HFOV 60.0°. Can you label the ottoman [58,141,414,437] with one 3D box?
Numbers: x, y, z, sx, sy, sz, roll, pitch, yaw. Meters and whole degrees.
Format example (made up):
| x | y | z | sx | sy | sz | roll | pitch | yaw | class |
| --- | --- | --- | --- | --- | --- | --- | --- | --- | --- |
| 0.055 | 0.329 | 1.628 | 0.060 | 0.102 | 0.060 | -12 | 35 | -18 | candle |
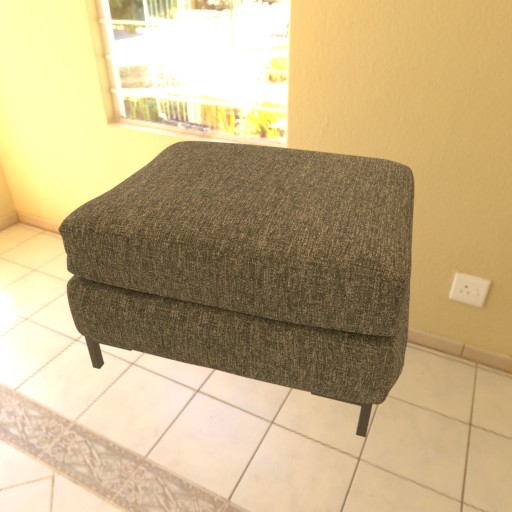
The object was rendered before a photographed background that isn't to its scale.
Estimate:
| x | y | z | sx | sy | sz | roll | pitch | yaw | class |
| --- | --- | --- | --- | --- | --- | --- | --- | --- | --- |
| 0.000 | 0.000 | 1.233 | 0.828 | 0.480 | 0.683 | 9 | 33 | 15 | ottoman |
